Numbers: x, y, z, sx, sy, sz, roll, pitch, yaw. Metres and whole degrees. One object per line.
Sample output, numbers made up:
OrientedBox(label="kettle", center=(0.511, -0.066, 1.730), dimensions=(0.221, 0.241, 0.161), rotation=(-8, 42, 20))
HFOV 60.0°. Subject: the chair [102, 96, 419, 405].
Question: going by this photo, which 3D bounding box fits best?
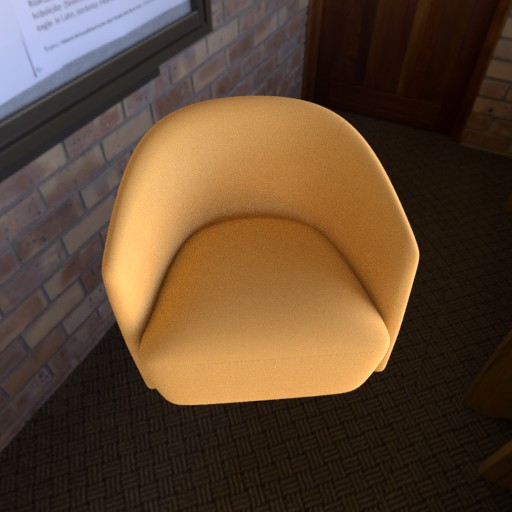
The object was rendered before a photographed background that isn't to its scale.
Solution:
OrientedBox(label="chair", center=(0.000, 0.000, 1.381), dimensions=(0.773, 0.698, 0.767), rotation=(-3, 47, -3))
